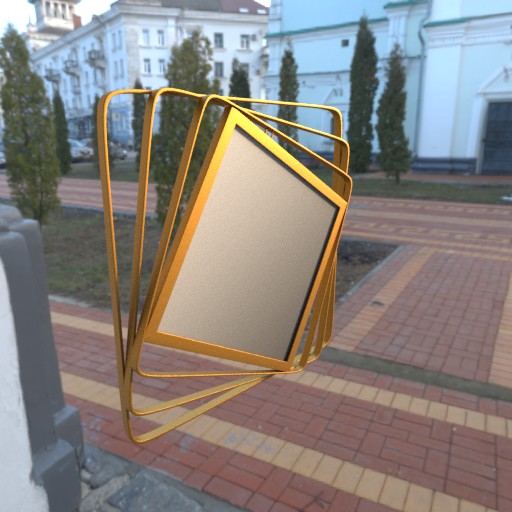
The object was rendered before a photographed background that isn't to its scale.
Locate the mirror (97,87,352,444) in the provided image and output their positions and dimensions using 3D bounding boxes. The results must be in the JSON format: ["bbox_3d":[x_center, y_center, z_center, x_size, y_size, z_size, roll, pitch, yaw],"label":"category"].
[{"bbox_3d":[0.000,0.000,0.690,0.045,0.468,0.470,14,20,43],"label":"mirror"}]
